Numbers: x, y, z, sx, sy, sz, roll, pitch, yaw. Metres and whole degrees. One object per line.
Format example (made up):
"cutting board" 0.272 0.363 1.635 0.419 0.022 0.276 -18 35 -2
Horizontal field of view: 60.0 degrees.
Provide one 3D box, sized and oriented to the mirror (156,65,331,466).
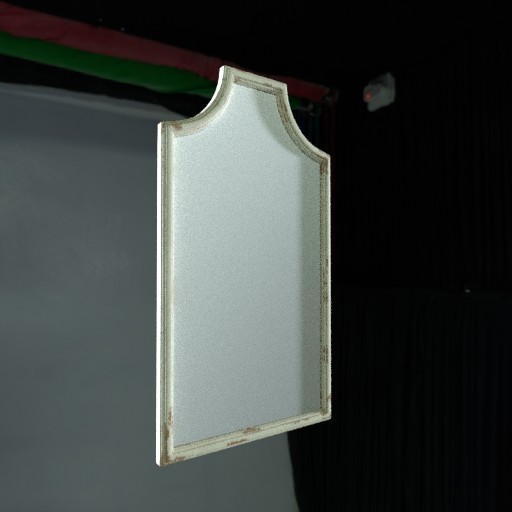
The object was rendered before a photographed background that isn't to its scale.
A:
"mirror" 0.000 0.000 0.874 0.403 0.717 0.022 1 -1 -36
